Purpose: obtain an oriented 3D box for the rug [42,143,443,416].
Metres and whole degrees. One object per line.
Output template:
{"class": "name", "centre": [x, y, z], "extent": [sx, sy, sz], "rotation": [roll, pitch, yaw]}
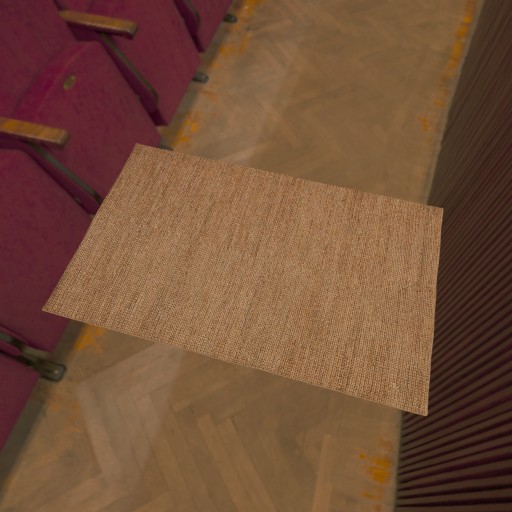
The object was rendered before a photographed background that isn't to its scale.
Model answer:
{"class": "rug", "centre": [0.000, 0.000, 3.055], "extent": [2.438, 0.034, 1.521], "rotation": [13, 60, 8]}
